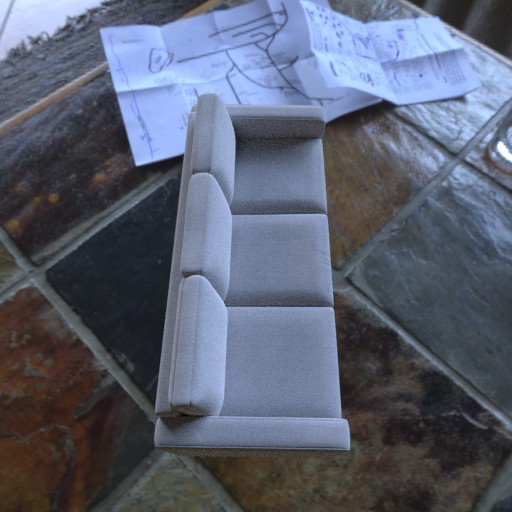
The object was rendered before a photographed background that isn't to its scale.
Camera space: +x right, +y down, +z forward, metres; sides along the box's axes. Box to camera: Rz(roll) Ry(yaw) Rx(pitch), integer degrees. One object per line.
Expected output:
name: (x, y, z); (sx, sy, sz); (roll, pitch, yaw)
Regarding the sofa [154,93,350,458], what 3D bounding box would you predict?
sofa: (0.000, 0.000, 2.599); (0.900, 0.800, 2.120); (1, 63, 0)
